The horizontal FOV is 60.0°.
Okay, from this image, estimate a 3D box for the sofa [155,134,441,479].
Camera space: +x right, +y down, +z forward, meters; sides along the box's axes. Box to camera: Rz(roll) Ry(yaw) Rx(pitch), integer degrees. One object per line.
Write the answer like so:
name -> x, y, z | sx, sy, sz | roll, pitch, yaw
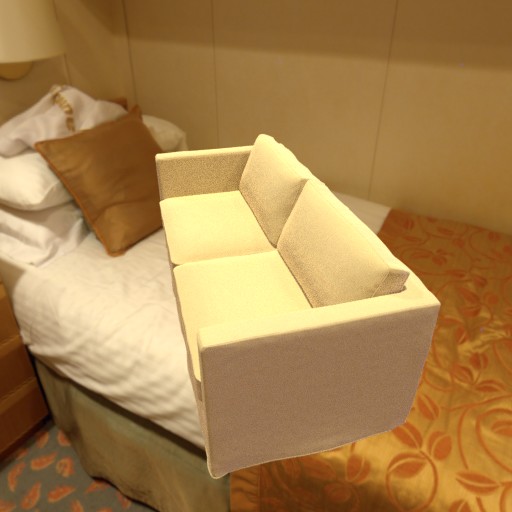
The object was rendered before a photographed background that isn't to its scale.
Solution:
sofa -> 0.000, 0.000, 2.509 | 0.940, 0.870, 1.987 | -8, 33, -13
